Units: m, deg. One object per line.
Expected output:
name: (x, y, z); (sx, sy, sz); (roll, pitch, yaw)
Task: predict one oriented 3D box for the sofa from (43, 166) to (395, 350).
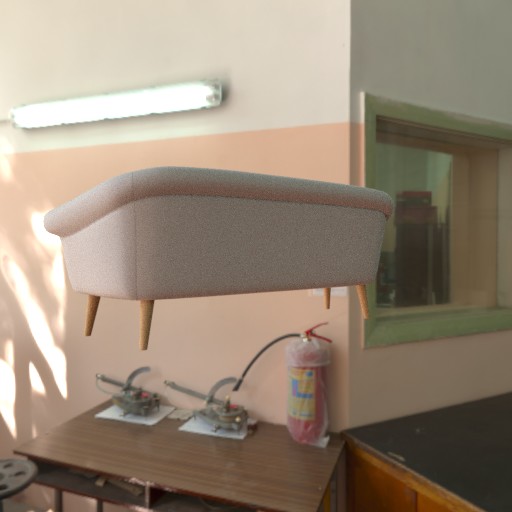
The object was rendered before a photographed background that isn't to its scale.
sofa: (0.000, 0.000, 2.605); (2.160, 0.795, 0.827); (-1, 1, -36)
